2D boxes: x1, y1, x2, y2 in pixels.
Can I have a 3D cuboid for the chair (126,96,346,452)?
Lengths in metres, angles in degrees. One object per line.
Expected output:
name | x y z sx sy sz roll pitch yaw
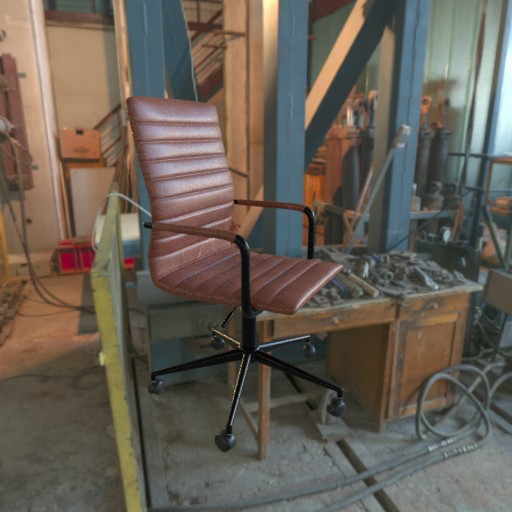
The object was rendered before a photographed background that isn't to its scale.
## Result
chair | 0.000 0.000 1.287 0.578 0.878 0.600 8 18 26
